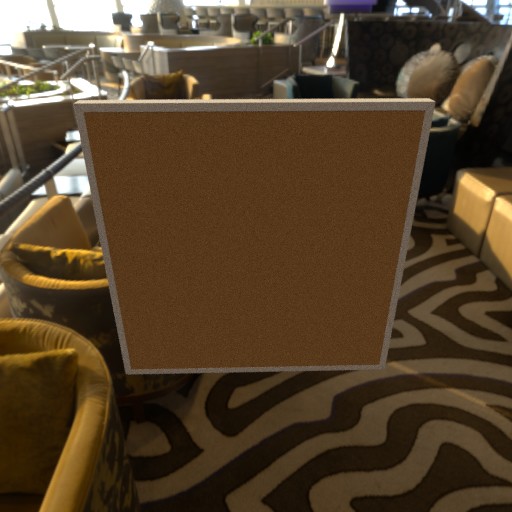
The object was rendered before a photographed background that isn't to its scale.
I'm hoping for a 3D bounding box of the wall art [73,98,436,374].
[{"bbox_3d":[0.000,0.000,1.135,0.762,0.762,0.038,-1,29,-1],"label":"wall art"}]
